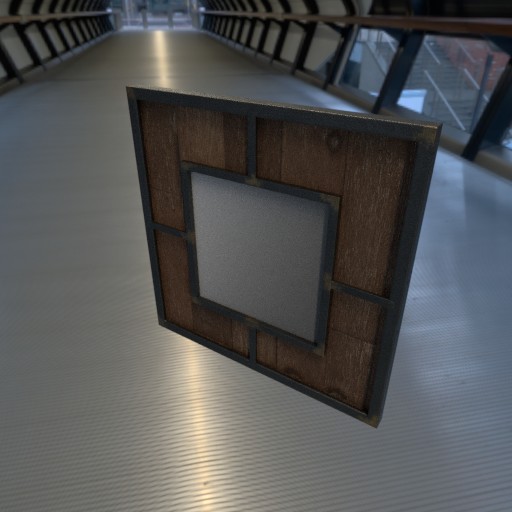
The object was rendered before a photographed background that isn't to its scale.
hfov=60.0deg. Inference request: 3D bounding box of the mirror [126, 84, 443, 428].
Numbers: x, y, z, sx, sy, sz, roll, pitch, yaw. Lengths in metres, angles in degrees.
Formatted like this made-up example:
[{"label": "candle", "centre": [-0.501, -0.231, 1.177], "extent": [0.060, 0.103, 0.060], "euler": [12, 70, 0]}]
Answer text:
[{"label": "mirror", "centre": [0.000, 0.000, 0.568], "extent": [0.382, 0.381, 0.020], "euler": [18, 35, 28]}]
